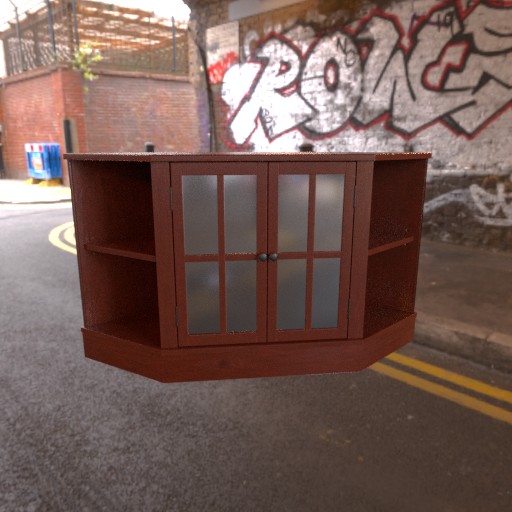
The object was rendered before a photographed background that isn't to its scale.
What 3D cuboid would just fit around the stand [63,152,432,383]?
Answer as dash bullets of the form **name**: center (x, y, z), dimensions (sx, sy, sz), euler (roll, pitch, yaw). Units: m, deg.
- **stand**: center (0.000, 0.000, 1.356), dimensions (1.072, 0.614, 0.381), euler (-2, 14, -6)
